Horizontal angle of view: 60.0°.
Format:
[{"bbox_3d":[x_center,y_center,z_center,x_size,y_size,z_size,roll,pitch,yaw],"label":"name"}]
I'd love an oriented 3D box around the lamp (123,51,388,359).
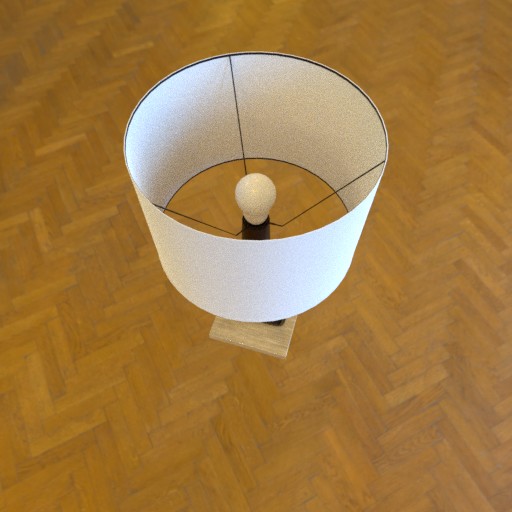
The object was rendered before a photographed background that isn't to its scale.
[{"bbox_3d":[0.000,0.000,0.688,0.279,0.508,0.279,14,60,9],"label":"lamp"}]
